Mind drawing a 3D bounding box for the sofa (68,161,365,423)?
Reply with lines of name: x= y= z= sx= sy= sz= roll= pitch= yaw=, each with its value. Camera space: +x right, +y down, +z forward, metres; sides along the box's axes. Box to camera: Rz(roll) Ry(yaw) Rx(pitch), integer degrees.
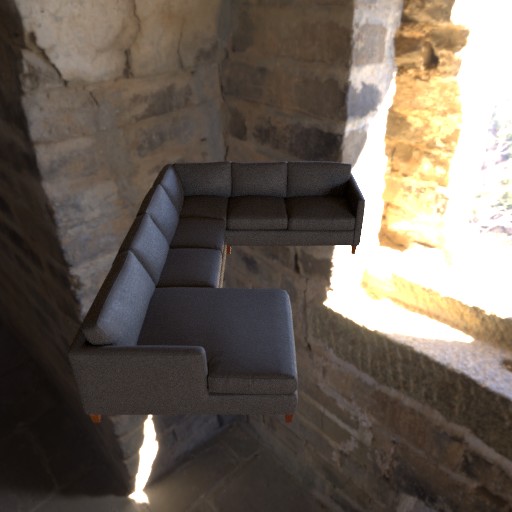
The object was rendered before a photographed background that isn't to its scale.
sofa: x=0.000 y=0.000 z=4.567 sx=2.594 sy=0.961 sz=3.460 roll=0 pitch=31 yaw=0
